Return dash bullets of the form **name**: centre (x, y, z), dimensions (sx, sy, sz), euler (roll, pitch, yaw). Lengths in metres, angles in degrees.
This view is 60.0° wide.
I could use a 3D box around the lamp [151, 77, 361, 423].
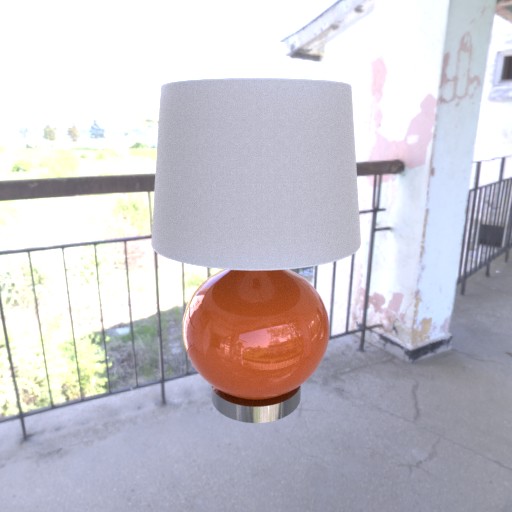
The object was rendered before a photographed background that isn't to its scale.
- **lamp**: centre (0.000, 0.000, 0.540), dimensions (0.247, 0.387, 0.247), euler (0, 16, 0)
